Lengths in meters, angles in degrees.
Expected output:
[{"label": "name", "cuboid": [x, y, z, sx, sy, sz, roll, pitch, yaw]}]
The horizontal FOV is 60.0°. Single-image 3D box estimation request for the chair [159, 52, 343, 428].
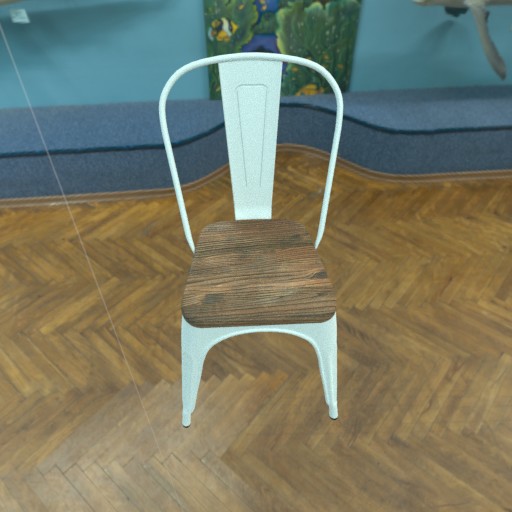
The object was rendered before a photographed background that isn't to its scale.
[{"label": "chair", "cuboid": [0.000, 0.000, 1.167, 0.452, 0.851, 0.521, -2, 45, -2]}]
